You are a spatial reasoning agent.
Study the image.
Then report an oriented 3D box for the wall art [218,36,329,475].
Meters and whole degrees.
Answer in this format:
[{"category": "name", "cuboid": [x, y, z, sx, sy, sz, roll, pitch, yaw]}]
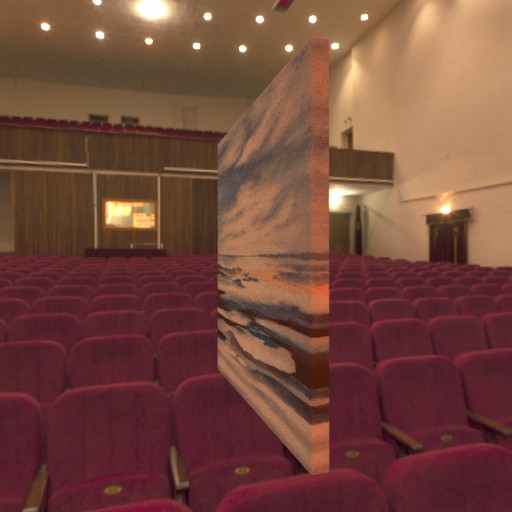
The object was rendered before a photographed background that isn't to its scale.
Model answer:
[{"category": "wall art", "cuboid": [0.000, 0.000, 1.113, 0.035, 0.747, 0.747, 0, 0, -17]}]
